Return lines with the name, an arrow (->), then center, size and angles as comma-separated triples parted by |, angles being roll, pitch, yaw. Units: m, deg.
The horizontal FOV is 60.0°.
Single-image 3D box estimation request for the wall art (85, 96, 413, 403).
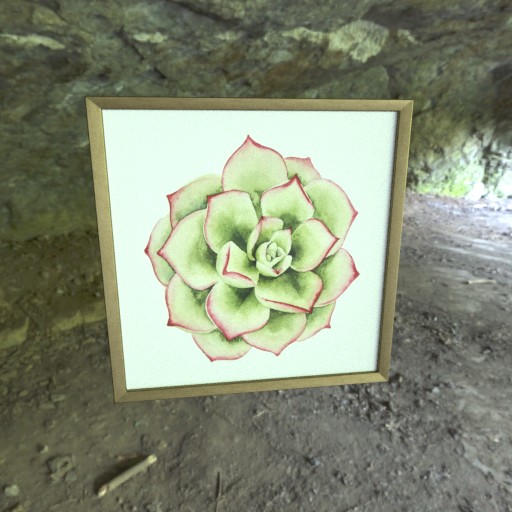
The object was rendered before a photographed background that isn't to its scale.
wall art -> 0.000, 0.000, 0.754 | 0.503, 0.506, 0.031 | -2, 16, -8
